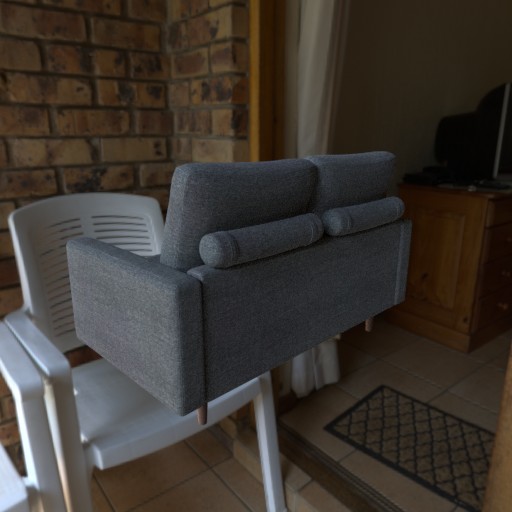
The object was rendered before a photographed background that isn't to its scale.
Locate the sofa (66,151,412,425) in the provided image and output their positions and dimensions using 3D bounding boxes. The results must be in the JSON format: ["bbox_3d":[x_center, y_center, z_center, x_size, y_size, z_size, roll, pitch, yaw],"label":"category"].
[{"bbox_3d":[0.000,0.000,2.012,1.407,0.907,0.842,-15,22,-42],"label":"sofa"}]
